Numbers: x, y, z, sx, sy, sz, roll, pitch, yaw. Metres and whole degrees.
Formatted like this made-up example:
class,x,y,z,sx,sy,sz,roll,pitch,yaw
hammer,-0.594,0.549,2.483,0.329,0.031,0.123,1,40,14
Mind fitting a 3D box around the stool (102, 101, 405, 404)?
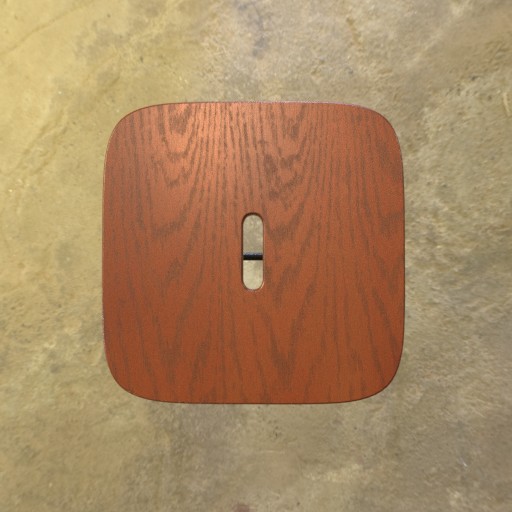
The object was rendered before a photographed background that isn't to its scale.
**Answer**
class,x,y,z,sx,sy,sz,roll,pitch,yaw
stool,0.000,0.000,0.826,0.376,0.610,0.376,0,89,1
